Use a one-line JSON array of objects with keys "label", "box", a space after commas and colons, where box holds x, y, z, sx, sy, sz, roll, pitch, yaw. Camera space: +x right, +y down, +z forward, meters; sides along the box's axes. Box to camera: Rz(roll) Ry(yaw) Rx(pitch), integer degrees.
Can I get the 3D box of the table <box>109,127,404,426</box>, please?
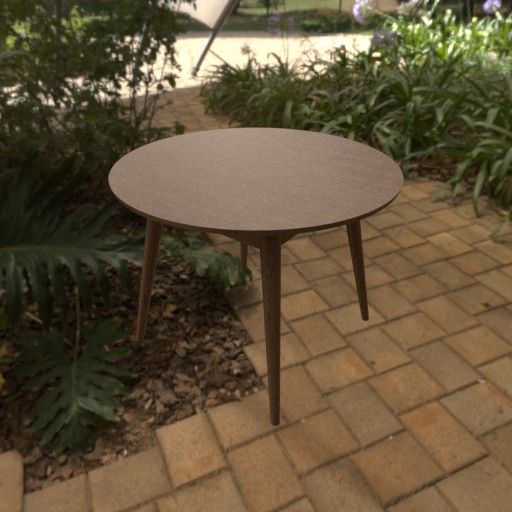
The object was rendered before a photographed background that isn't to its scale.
[{"label": "table", "box": [0.000, 0.000, 1.845, 1.053, 0.786, 1.053, 0, 31, 0]}]
